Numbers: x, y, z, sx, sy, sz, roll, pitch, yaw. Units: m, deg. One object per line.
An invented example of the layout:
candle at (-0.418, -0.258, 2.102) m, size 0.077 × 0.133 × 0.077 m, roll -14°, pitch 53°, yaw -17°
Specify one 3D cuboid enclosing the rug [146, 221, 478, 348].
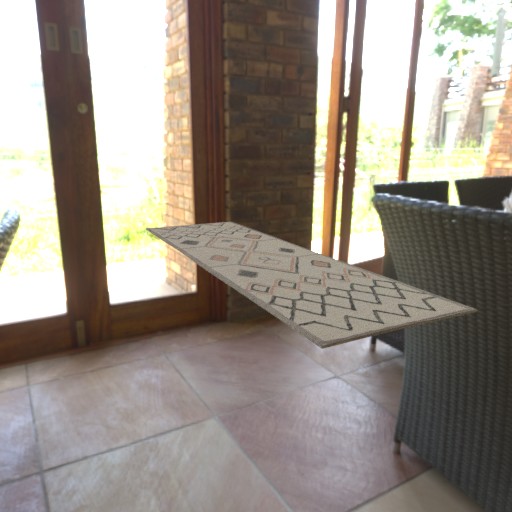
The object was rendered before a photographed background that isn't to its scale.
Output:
rug at (0.000, 0.000, 2.652) m, size 0.750 × 0.011 × 2.435 m, roll -7°, pitch 15°, yaw -26°
